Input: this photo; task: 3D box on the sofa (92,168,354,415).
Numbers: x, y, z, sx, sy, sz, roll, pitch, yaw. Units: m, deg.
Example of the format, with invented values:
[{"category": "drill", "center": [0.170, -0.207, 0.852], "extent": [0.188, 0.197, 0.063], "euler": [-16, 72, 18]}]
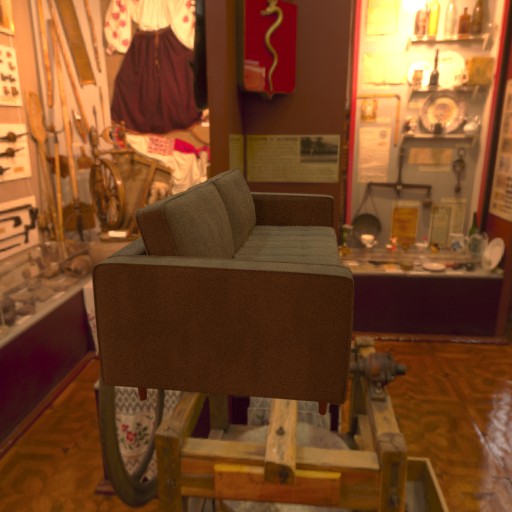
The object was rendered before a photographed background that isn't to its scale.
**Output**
[{"category": "sofa", "center": [0.000, 0.000, 2.430], "extent": [0.924, 0.825, 1.920], "euler": [2, 16, 7]}]
